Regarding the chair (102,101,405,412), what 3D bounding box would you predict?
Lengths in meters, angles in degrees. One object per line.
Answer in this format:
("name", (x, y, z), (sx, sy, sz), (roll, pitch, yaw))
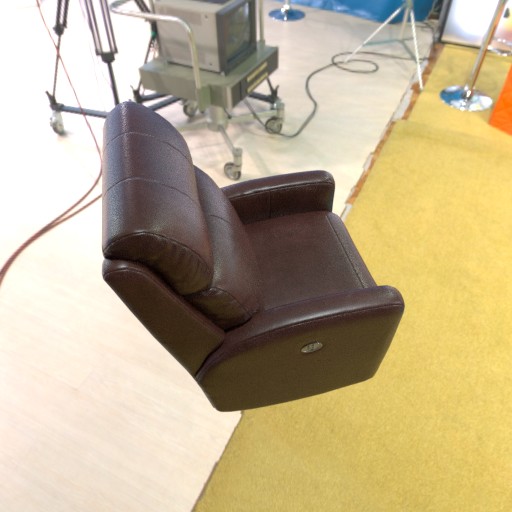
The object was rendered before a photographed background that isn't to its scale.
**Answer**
("chair", (0.000, 0.000, 1.676), (0.939, 1.016, 0.787), (-10, 47, -9))
